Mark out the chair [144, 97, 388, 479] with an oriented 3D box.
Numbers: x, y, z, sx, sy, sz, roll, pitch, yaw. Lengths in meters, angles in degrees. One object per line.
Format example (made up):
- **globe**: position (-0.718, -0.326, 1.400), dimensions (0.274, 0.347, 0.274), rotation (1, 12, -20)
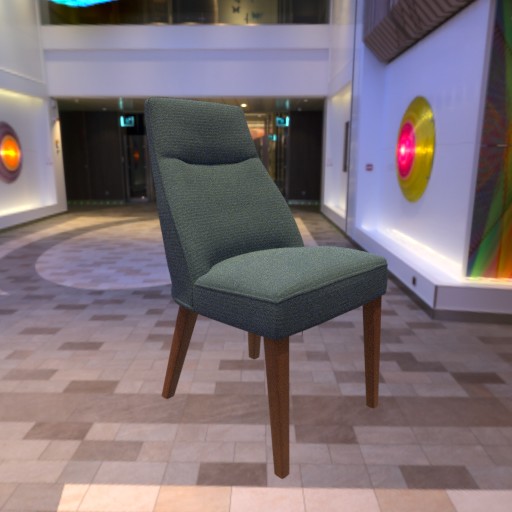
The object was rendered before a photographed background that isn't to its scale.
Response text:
- **chair**: position (0.000, 0.000, 1.325), dimensions (0.620, 0.930, 0.500), rotation (12, 17, 43)
